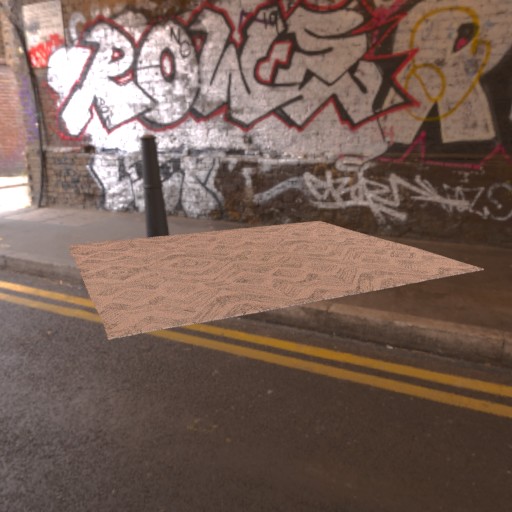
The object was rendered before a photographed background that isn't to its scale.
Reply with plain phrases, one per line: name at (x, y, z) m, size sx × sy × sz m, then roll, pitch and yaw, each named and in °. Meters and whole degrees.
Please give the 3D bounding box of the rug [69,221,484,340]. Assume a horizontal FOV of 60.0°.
rug at (0.000, 0.000, 4.097) m, size 3.054 × 0.030 × 2.430 m, roll -7°, pitch 17°, yaw -25°
